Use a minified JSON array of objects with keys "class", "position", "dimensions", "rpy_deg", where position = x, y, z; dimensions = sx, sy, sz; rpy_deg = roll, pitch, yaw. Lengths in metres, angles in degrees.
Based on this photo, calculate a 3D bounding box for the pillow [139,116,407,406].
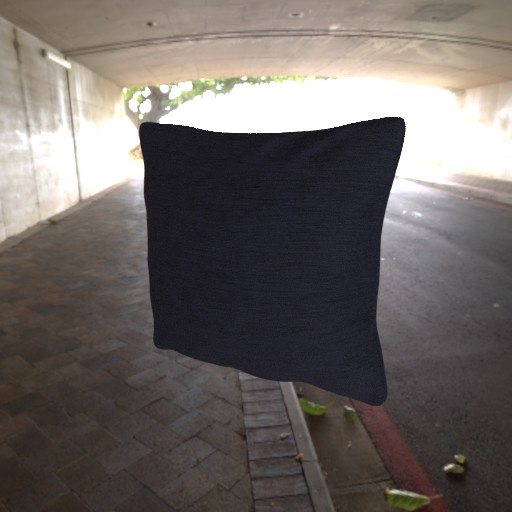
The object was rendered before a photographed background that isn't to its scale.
[{"class":"pillow","position":[0.000,0.000,0.700],"dimensions":[0.432,0.414,0.246],"rpy_deg":[7,17,26]}]
